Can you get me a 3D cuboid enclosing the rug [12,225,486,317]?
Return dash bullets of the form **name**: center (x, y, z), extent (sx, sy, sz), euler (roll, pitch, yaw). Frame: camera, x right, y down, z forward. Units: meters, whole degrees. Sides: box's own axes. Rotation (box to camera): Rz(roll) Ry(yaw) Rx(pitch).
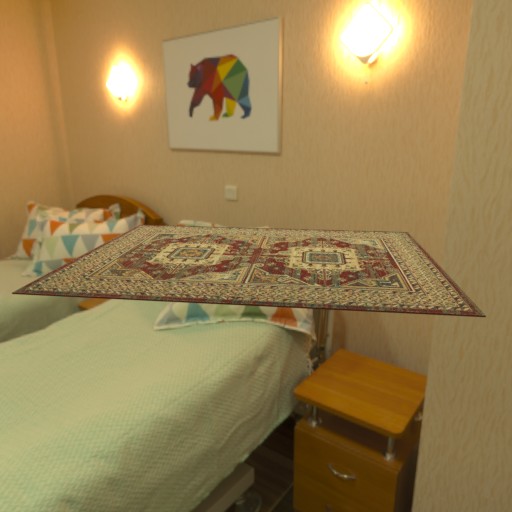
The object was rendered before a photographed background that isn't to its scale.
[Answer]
- **rug**: center (0.000, 0.000, 4.094), extent (3.197, 0.013, 2.381), euler (2, 16, 7)
